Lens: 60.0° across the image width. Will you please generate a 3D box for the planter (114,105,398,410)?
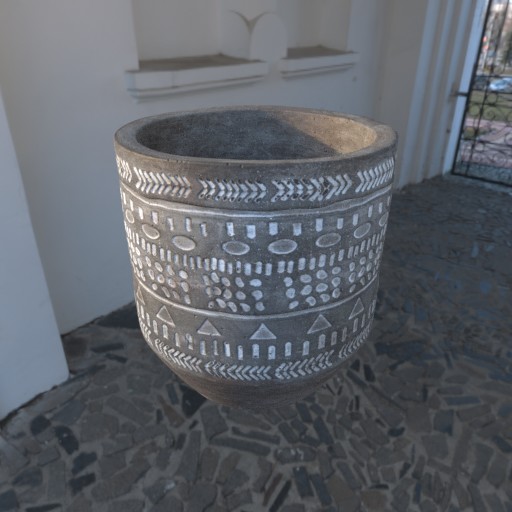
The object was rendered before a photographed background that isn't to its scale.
[{"bbox_3d":[0.000,0.000,0.223,0.122,0.128,0.122,0,27,0],"label":"planter"}]
